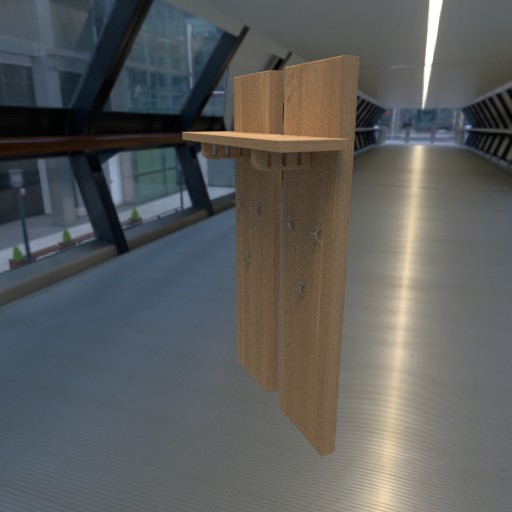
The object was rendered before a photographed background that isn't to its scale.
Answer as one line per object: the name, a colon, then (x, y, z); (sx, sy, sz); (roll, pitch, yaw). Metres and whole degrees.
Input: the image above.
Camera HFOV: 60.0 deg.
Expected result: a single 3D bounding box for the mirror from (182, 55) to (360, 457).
mirror: (0.000, 0.000, 1.589); (0.260, 1.250, 0.800); (-8, 19, -25)
